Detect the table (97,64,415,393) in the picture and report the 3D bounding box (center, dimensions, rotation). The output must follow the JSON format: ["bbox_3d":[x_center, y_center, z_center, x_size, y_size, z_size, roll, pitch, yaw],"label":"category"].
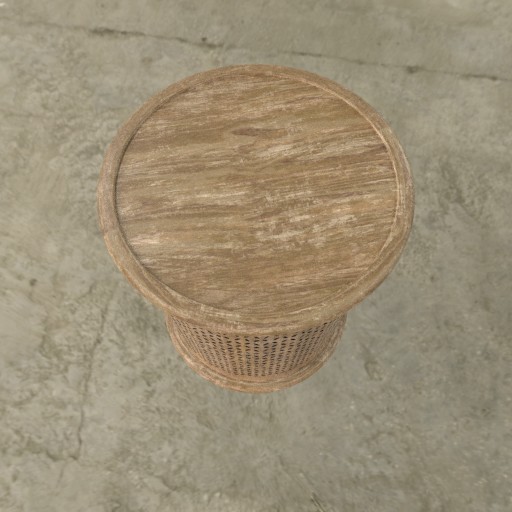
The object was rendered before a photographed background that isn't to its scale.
[{"bbox_3d":[0.000,0.000,0.783,0.407,0.482,0.407,0,65,0],"label":"table"}]
